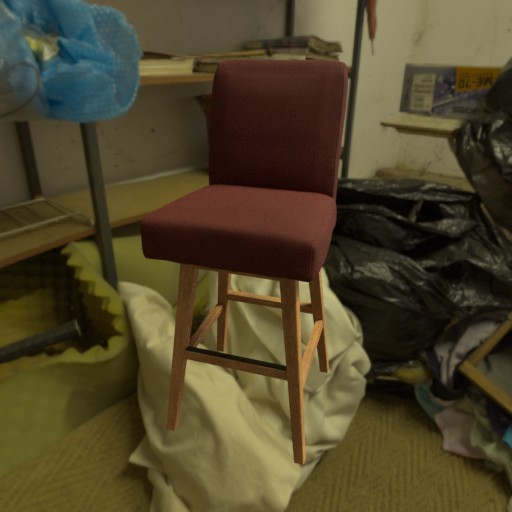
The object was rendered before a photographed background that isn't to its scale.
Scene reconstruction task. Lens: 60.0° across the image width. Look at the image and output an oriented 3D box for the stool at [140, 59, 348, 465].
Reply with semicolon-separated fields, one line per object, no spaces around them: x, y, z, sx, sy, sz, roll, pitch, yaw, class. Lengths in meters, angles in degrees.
0.000;0.000;1.362;0.468;1.093;0.562;8;26;16;stool
